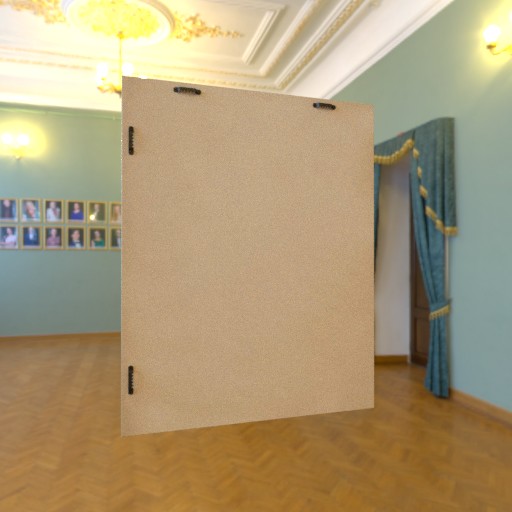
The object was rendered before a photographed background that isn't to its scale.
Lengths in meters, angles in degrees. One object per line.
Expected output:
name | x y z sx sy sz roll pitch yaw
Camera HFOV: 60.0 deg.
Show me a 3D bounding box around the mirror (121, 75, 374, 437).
mirror | 0.000 0.000 0.698 0.406 0.509 0.041 0 0 -17
